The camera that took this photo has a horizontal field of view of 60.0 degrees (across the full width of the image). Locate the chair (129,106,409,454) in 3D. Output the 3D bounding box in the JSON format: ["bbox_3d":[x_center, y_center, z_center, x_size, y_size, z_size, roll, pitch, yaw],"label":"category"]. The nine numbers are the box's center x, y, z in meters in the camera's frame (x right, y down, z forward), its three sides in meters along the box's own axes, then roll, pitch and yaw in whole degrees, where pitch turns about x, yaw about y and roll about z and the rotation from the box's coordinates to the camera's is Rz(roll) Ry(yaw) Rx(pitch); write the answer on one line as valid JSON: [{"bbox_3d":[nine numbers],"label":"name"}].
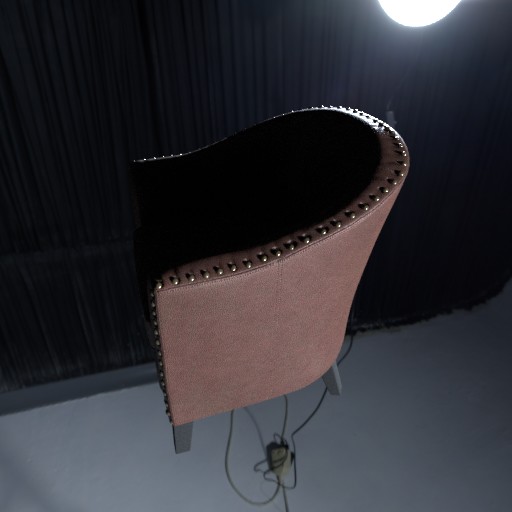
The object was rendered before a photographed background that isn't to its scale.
[{"bbox_3d":[0.000,0.000,1.416,0.748,0.823,0.794,-9,33,-14],"label":"chair"}]
